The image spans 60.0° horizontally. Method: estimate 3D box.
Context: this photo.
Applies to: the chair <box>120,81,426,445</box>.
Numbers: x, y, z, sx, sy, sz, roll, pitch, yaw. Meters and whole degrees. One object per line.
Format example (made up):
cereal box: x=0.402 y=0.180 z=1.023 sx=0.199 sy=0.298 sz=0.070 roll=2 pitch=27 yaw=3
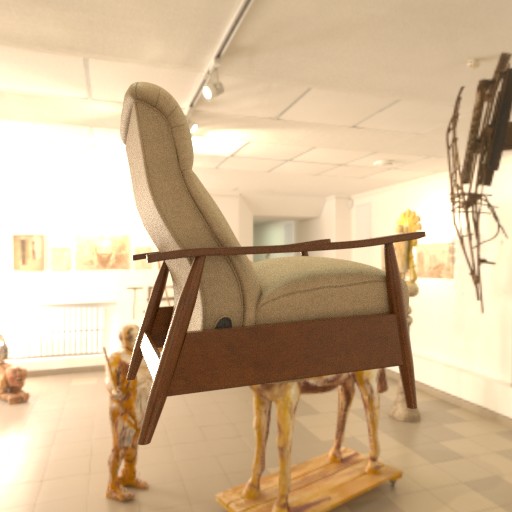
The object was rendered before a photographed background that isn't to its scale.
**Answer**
chair: x=0.000 y=0.000 z=1.766 sx=1.030 sy=1.082 sz=0.762 roll=0 pitch=0 yaw=-19
